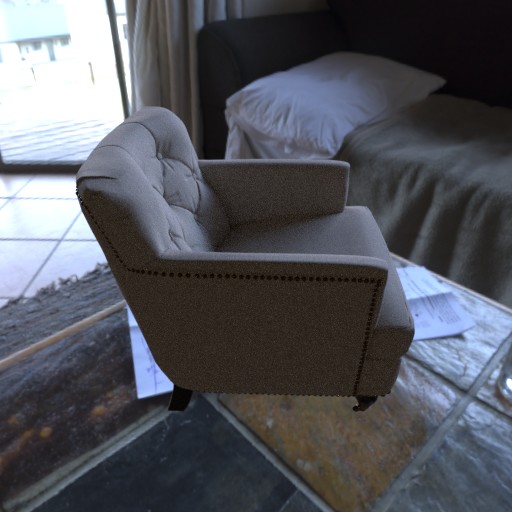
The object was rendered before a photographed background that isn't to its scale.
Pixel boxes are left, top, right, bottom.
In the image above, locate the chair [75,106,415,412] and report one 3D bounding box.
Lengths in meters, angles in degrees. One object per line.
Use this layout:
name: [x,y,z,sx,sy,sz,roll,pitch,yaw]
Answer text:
chair: [0.000,0.000,1.481,0.902,0.823,0.737,1,33,2]
